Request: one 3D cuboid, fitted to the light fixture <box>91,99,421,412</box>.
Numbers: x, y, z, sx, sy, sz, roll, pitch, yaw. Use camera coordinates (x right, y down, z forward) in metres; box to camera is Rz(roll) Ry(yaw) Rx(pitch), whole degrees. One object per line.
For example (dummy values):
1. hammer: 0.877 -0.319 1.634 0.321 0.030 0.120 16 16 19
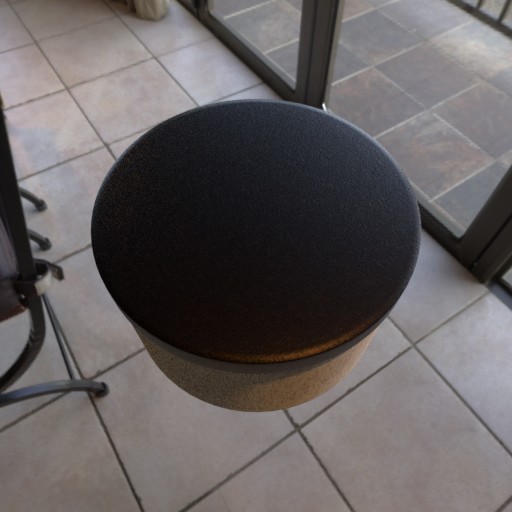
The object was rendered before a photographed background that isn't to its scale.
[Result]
1. light fixture: 0.000 0.000 0.626 0.389 0.229 0.389 0 58 0
